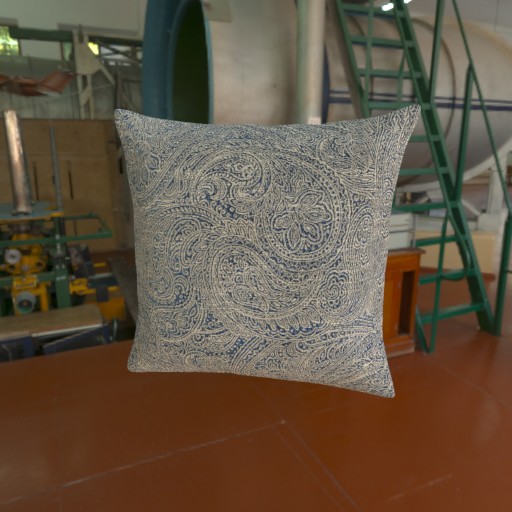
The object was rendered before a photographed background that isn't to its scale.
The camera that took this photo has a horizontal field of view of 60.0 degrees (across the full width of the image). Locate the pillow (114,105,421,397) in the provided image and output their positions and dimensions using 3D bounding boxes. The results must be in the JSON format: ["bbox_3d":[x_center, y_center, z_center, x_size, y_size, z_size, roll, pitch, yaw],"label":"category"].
[{"bbox_3d":[0.000,0.000,0.796,0.523,0.510,0.166,2,15,9],"label":"pillow"}]
